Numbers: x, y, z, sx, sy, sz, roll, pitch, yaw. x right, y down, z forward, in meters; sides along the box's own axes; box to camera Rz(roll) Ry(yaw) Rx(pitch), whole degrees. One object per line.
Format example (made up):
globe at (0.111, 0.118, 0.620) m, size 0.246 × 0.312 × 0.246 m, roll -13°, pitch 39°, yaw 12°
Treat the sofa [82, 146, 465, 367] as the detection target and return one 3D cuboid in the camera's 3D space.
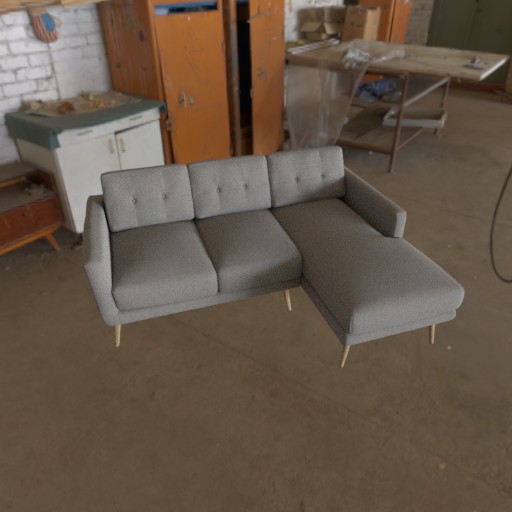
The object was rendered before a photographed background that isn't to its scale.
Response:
sofa at (0.000, 0.000, 2.853) m, size 2.040 × 0.860 × 1.530 m, roll -10°, pitch 34°, yaw -15°
